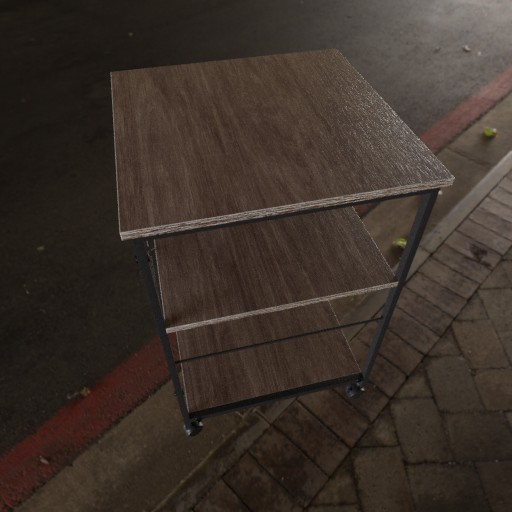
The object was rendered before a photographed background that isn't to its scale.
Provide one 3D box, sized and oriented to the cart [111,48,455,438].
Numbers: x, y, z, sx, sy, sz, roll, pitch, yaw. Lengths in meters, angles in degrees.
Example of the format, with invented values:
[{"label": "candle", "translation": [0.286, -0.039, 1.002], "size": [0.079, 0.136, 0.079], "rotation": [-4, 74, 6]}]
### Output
[{"label": "cart", "translation": [0.000, 0.000, 1.108], "size": [0.520, 0.762, 0.521], "rotation": [-10, 48, -10]}]
